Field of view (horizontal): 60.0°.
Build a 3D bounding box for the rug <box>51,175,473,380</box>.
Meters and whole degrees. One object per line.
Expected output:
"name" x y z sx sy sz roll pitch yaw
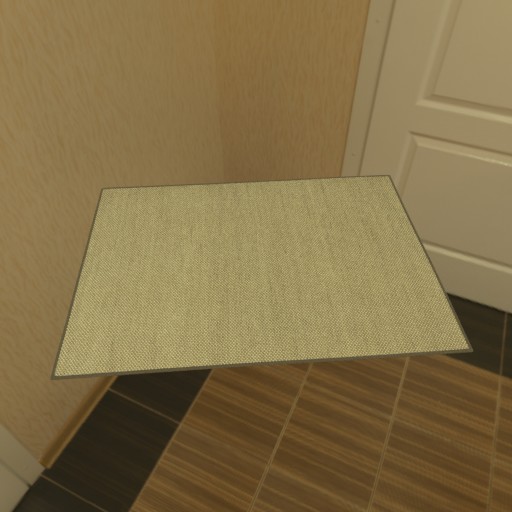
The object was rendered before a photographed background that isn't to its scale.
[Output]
"rug" 0.000 0.000 2.743 2.133 0.012 1.523 -3 47 -3
